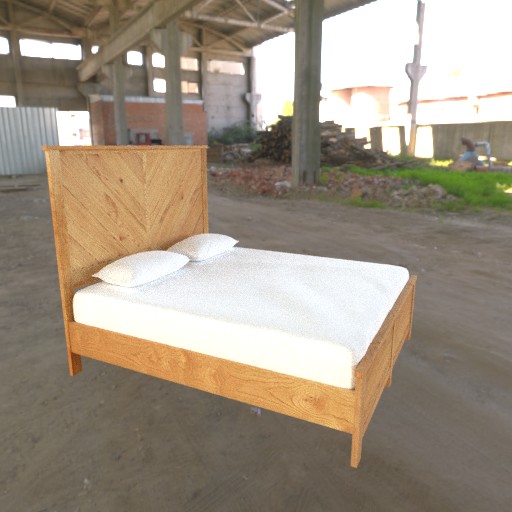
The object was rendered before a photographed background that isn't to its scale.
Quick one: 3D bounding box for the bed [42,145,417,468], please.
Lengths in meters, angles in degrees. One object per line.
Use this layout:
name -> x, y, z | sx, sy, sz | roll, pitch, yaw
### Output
bed -> 0.000, 0.000, 4.012 | 2.530, 1.938, 2.225 | 7, 16, 26
